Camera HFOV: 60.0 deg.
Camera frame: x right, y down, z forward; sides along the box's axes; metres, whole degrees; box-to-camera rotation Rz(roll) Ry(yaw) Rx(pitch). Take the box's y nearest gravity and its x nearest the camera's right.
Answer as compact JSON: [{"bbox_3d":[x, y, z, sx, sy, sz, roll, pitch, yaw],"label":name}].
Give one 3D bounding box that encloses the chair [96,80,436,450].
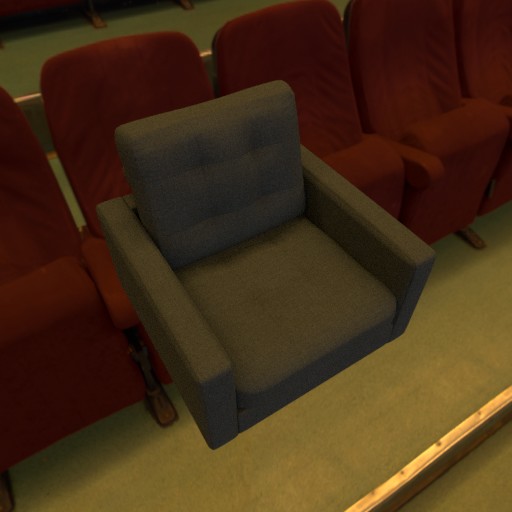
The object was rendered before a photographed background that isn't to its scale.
[{"bbox_3d":[0.000,0.000,1.514,0.821,0.880,0.843,-24,51,-21],"label":"chair"}]
